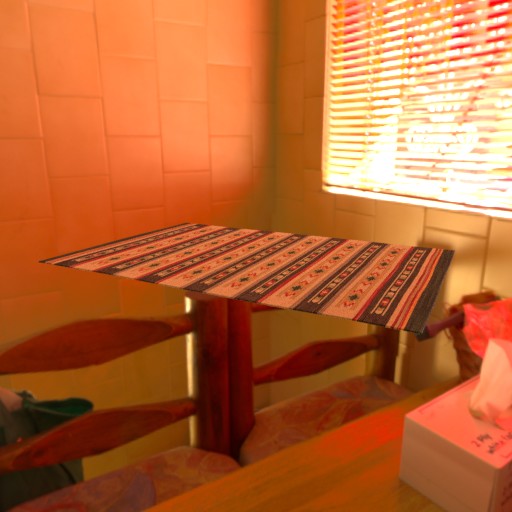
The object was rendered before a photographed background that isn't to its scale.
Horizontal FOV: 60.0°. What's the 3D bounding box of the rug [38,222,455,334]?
[{"bbox_3d":[0.000,0.000,2.318,1.825,0.009,1.221,8,16,27],"label":"rug"}]
